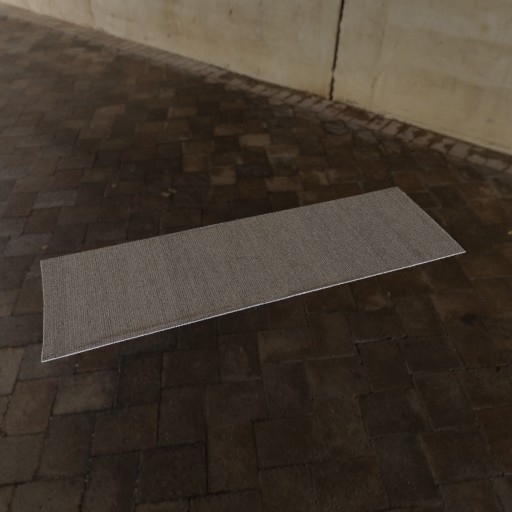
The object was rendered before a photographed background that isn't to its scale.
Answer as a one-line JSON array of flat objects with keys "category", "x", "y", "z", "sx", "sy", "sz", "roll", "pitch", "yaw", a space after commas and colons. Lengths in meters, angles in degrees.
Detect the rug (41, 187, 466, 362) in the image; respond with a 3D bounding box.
[{"category": "rug", "x": 0.000, "y": 0.000, "z": 2.600, "sx": 2.390, "sy": 0.014, "sz": 0.741, "roll": -13, "pitch": 44, "yaw": -14}]
